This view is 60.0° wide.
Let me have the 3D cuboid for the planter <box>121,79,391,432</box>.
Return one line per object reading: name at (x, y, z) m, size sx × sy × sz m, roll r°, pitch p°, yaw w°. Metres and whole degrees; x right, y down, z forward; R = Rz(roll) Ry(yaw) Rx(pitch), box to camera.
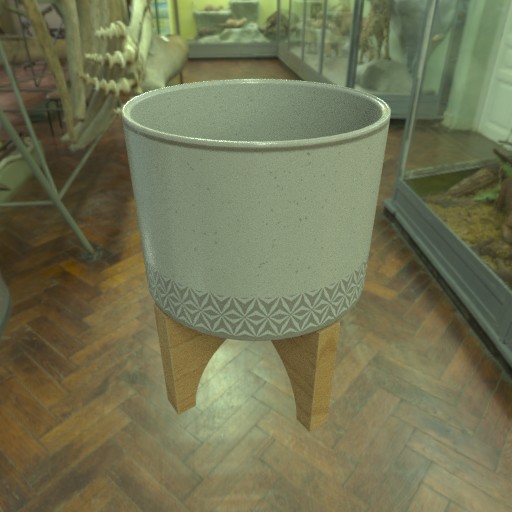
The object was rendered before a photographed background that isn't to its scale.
planter at (0.000, 0.000, 0.266) m, size 0.130 × 0.178 × 0.130 m, roll 0°, pitch 32°, yaw 0°
